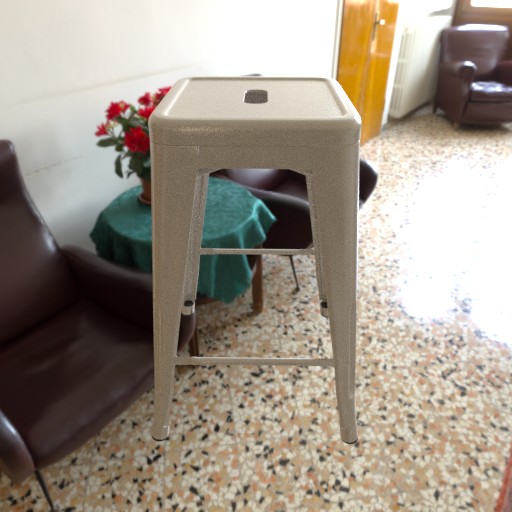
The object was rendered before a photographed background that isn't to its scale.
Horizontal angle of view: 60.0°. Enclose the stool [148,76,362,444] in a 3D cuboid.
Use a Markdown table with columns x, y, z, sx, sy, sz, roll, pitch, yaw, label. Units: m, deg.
| x | y | z | sx | sy | sz | roll | pitch | yaw | label |
| --- | --- | --- | --- | --- | --- | --- | --- | --- | --- |
| 0.000 | 0.000 | 0.866 | 0.406 | 0.610 | 0.406 | 0 | 33 | 1 | stool |
